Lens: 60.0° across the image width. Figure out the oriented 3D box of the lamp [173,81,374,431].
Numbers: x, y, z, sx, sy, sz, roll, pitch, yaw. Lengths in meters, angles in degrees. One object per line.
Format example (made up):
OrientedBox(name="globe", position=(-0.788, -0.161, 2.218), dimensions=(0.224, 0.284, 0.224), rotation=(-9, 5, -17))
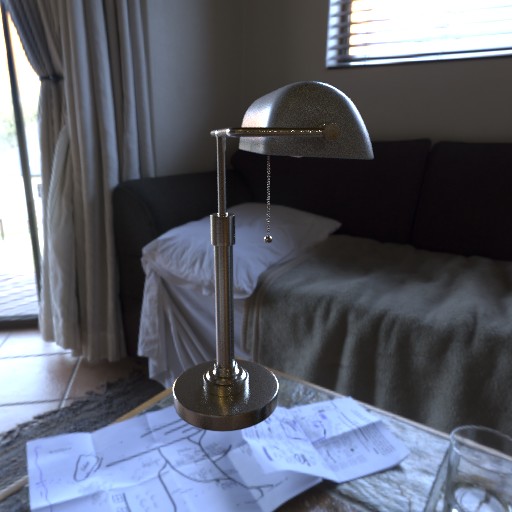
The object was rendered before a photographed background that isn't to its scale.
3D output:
OrientedBox(name="lamp", position=(0.000, 0.000, 0.566), dimensions=(0.227, 0.404, 0.269), rotation=(-2, 15, -9))
